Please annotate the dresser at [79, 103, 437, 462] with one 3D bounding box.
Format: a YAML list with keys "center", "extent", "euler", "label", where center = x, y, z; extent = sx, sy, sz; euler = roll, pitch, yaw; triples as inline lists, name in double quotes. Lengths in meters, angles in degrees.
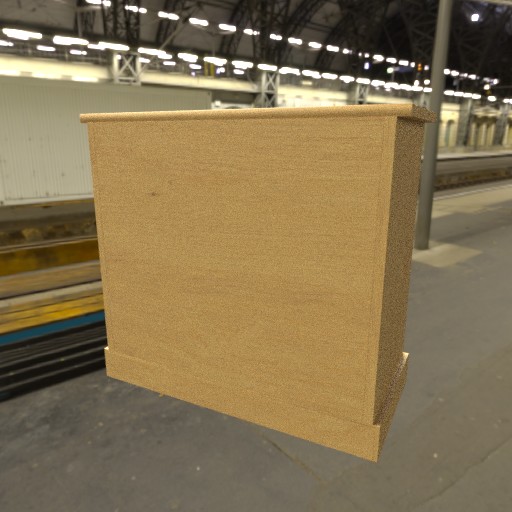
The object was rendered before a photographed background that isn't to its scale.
- center: [0.000, 0.000, 1.365]
  extent: [0.915, 0.835, 0.440]
  euler: [8, 17, 26]
  label: "dresser"
